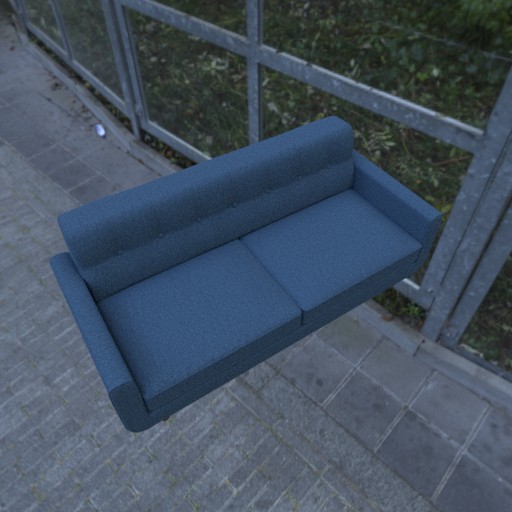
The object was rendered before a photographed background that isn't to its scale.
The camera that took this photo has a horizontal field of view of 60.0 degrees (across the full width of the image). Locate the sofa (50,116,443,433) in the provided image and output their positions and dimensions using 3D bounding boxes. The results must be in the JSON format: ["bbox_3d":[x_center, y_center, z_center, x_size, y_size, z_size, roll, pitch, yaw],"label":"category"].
[{"bbox_3d":[0.000,0.000,2.592,2.055,0.884,0.942,-25,52,-22],"label":"sofa"}]
